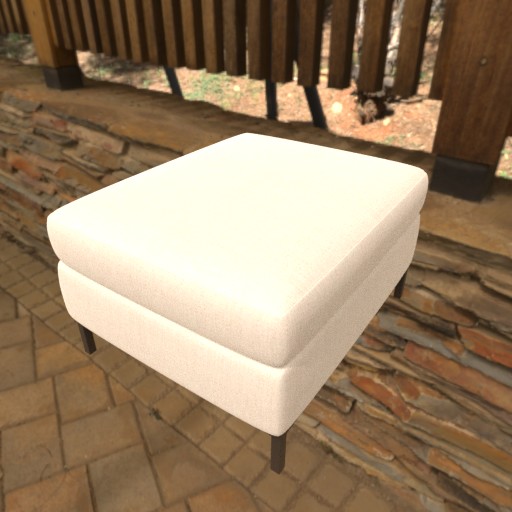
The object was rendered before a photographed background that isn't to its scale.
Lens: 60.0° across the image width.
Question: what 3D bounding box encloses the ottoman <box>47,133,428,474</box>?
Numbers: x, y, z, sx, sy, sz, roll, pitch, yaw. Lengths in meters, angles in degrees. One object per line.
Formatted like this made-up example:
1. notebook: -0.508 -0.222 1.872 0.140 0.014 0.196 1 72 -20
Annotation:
1. ottoman: 0.000 0.000 1.191 0.657 0.453 0.794 20 37 29
